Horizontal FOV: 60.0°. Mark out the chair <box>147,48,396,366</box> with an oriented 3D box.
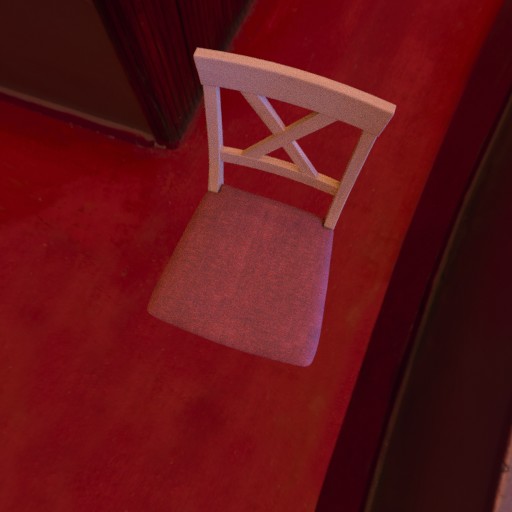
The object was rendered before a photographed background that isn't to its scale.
[{"bbox_3d":[0.000,0.000,1.175,0.439,0.912,0.492,18,77,4],"label":"chair"}]
